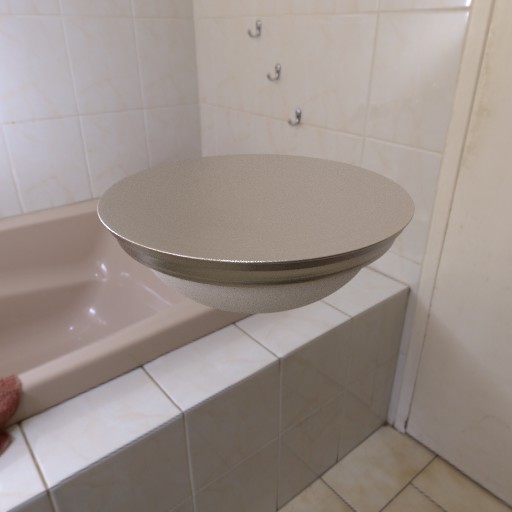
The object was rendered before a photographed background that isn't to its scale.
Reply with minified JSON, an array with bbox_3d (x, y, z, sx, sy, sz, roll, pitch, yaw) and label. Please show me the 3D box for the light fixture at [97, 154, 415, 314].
[{"bbox_3d":[0.000,0.000,0.440,0.280,0.135,0.280,0,27,0],"label":"light fixture"}]
